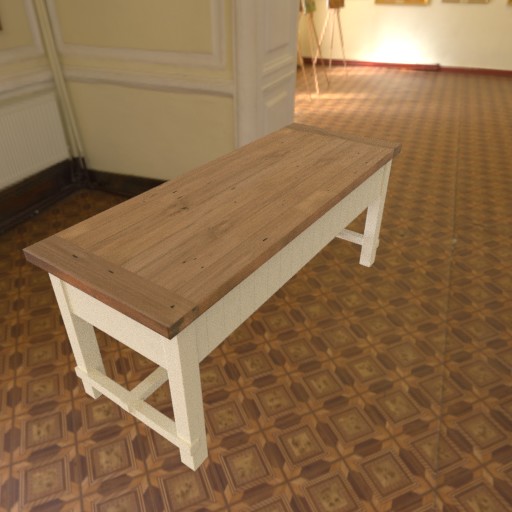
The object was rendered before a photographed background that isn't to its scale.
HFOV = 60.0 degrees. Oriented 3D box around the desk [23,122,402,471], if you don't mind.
[{"bbox_3d":[0.000,0.000,2.181,0.688,0.762,1.803,21,38,29],"label":"desk"}]
